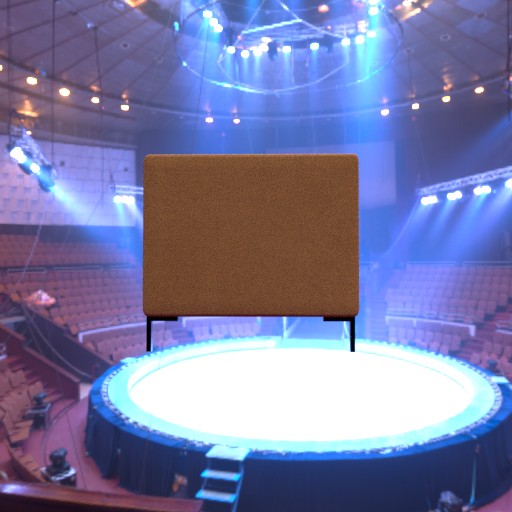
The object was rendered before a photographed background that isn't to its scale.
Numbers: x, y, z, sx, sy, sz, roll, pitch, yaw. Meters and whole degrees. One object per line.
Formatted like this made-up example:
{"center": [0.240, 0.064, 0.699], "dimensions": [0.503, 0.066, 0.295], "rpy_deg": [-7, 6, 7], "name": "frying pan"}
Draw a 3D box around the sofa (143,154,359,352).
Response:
{"center": [0.000, 0.000, 2.368], "dimensions": [0.686, 0.635, 1.981], "rpy_deg": [0, -1, 1], "name": "sofa"}
